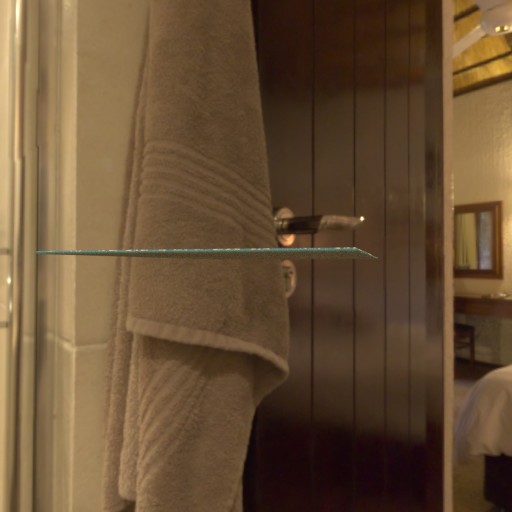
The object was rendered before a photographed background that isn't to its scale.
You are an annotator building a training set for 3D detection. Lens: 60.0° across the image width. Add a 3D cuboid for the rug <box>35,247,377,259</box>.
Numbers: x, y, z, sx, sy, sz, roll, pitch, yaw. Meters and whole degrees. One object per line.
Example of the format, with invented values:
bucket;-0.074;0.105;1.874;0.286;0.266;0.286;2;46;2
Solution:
rug;0.000;0.000;2.392;1.211;0.012;1.833;0;-1;17
